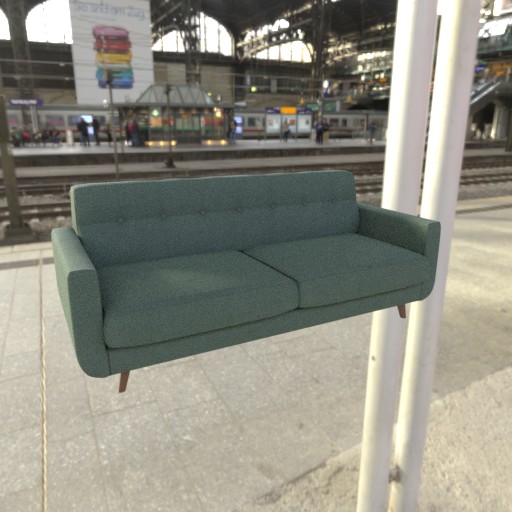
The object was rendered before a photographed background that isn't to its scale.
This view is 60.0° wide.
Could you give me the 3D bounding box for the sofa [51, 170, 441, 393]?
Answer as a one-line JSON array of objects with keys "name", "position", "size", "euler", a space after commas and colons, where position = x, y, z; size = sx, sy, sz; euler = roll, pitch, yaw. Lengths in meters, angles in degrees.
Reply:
[{"name": "sofa", "position": [0.000, 0.000, 2.496], "size": [2.029, 0.841, 0.909], "euler": [-8, 18, -27]}]
